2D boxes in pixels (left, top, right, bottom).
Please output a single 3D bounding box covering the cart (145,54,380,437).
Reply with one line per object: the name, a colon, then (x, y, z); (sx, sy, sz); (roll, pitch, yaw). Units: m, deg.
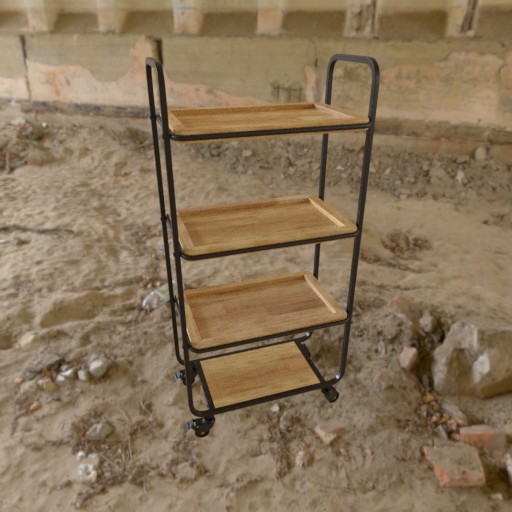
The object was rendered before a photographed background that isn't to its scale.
cart: (0.000, 0.000, 1.317); (0.545, 1.080, 0.321); (-9, 28, -16)
